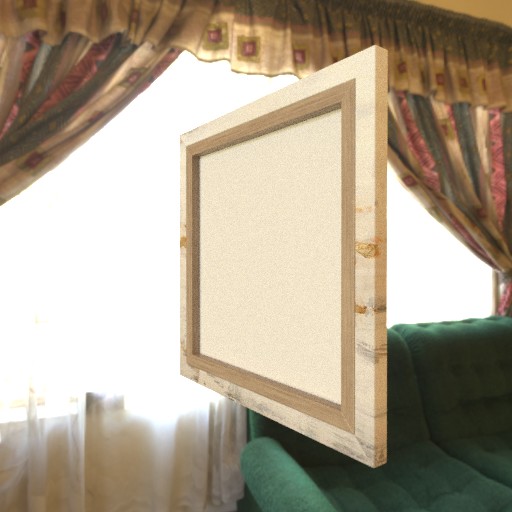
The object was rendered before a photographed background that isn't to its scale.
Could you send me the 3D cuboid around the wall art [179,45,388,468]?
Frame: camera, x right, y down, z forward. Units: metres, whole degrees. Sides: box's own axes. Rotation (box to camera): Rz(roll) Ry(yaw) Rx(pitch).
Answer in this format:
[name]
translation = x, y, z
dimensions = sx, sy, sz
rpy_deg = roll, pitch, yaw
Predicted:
[wall art]
translation = 0.000, 0.000, 1.101
dimensions = 0.038, 0.755, 0.753
rpy_deg = 0, 1, -37
